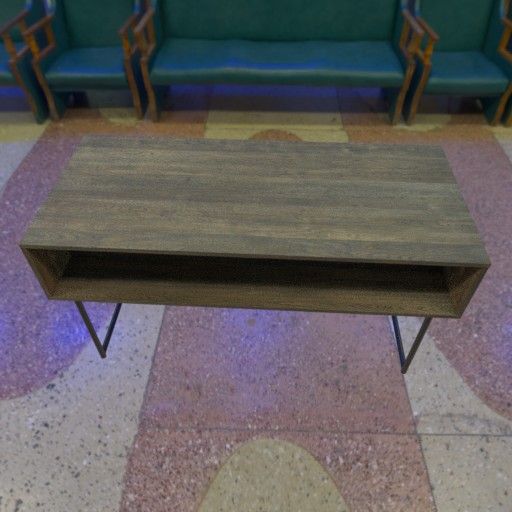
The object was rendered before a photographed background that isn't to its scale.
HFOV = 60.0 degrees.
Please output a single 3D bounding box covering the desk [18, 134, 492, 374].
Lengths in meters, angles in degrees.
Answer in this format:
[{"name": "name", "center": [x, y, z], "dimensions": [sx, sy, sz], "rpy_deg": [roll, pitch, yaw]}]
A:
[{"name": "desk", "center": [0.000, 0.000, 2.027], "dimensions": [1.600, 0.780, 0.730], "rpy_deg": [2, 46, 2]}]
